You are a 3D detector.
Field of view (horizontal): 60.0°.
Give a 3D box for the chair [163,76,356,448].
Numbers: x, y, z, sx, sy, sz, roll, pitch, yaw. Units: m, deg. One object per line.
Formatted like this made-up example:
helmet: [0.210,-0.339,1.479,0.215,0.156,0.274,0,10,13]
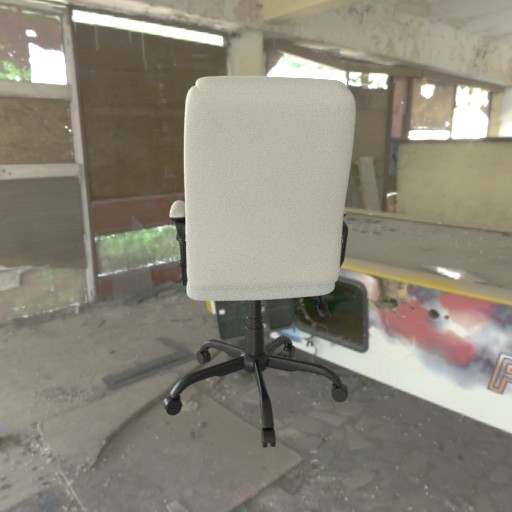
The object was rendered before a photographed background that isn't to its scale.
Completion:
chair: [0.000,0.000,1.505,0.663,1.065,0.669,-2,14,-8]
